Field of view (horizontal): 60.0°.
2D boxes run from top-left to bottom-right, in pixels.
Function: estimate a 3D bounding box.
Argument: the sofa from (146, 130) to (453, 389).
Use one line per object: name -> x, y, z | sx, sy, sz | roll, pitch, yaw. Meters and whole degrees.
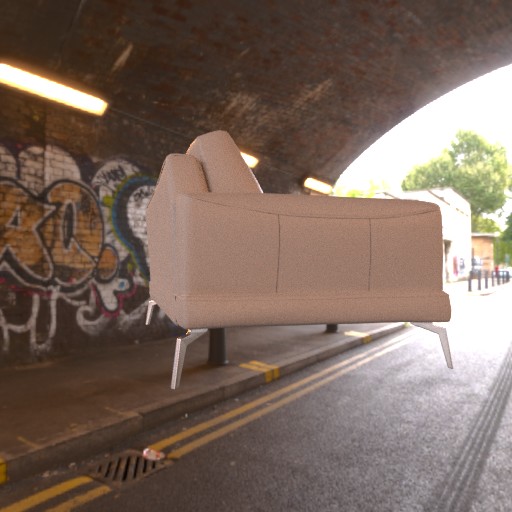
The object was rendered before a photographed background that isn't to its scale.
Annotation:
sofa -> 0.000, 0.000, 2.446 | 1.121, 0.930, 1.819 | 0, -2, -17
